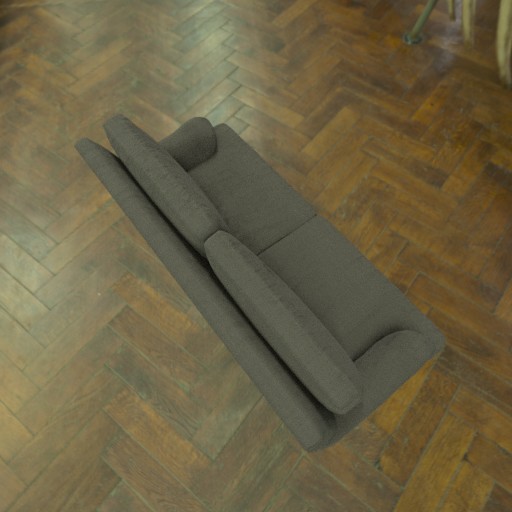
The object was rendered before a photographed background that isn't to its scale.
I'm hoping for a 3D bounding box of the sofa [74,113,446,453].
[{"bbox_3d":[0.000,0.000,2.691,1.086,1.087,2.165,-33,65,-18],"label":"sofa"}]
